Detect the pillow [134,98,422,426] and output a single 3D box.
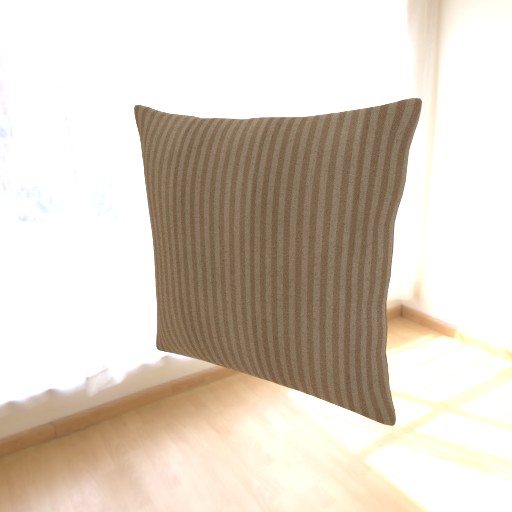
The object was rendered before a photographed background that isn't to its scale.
[{"bbox_3d":[0.000,0.000,0.774,0.523,0.510,0.166,10,19,30],"label":"pillow"}]
